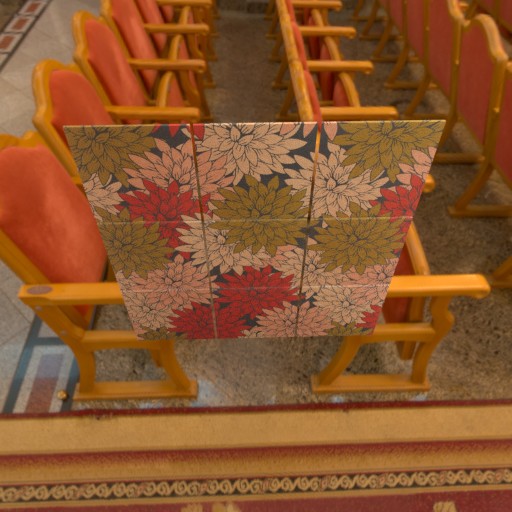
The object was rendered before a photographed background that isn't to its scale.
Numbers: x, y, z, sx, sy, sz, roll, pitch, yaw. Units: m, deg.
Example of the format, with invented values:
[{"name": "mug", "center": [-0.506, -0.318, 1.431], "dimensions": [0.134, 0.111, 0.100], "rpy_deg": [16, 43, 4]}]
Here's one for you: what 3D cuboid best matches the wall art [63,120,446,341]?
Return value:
[{"name": "wall art", "center": [0.000, 0.000, 2.317], "dimensions": [1.519, 1.534, 0.013], "rpy_deg": [-1, 47, -1]}]
